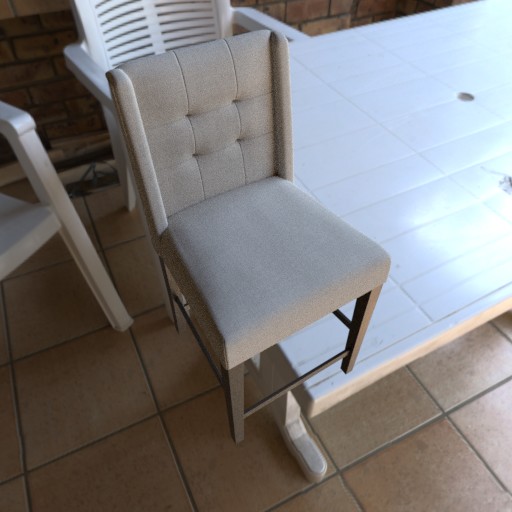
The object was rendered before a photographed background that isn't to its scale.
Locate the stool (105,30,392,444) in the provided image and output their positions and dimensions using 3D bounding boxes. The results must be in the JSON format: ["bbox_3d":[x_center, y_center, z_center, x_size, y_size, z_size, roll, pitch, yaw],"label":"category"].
[{"bbox_3d":[0.000,0.000,1.187,0.474,0.939,0.509,-25,51,-22],"label":"stool"}]
